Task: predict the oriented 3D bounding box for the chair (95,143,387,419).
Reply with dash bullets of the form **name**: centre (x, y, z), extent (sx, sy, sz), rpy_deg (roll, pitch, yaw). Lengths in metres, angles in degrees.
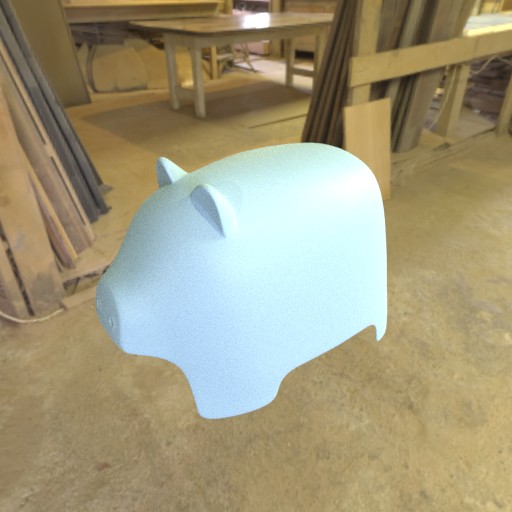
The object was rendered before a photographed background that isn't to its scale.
- **chair**: centre (0.000, 0.000, 0.874), extent (0.619, 0.423, 0.364), rpy_deg (-22, 39, -30)
